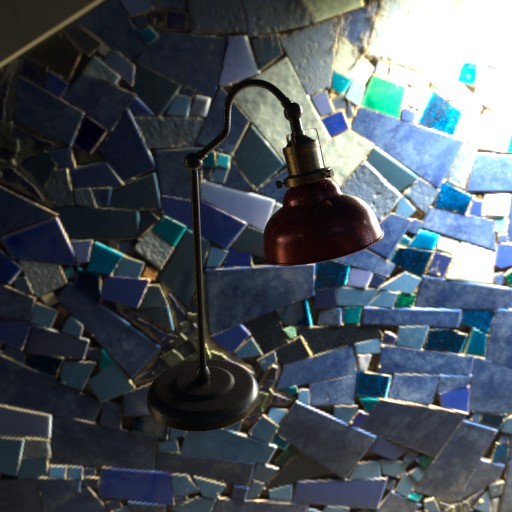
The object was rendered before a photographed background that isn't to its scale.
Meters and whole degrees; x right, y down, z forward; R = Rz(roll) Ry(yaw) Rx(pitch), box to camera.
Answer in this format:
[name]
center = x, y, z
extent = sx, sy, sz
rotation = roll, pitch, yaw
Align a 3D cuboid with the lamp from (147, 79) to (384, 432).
[lamp]
center = 0.000, 0.000, 0.681
extent = 0.374, 0.508, 0.192
rotation = 2, 16, 9
